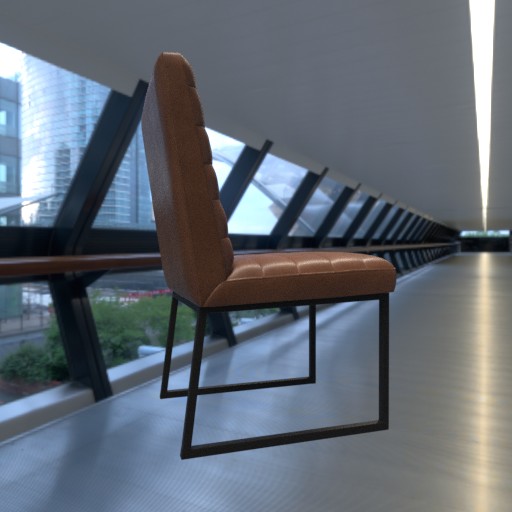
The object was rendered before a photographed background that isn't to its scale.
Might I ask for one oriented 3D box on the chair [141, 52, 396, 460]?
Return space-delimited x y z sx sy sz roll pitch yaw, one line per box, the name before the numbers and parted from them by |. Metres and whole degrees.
chair | 0.000 0.000 1.310 0.634 0.930 0.520 0 0 -18
